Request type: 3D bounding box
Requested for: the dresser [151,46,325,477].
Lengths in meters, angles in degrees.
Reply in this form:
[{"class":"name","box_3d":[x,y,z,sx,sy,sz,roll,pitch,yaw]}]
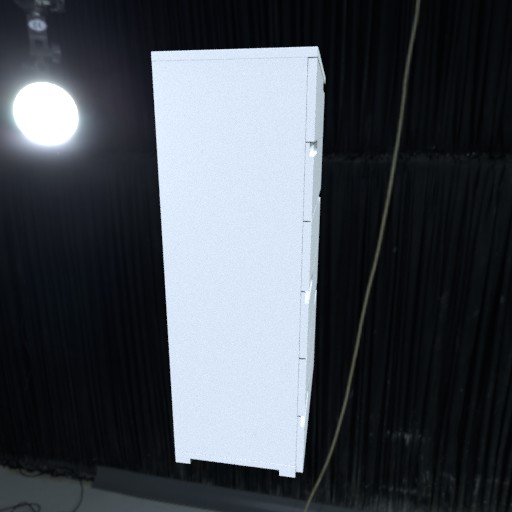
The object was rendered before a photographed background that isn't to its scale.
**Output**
[{"class":"dresser","box_3d":[0.000,0.000,1.508,0.400,1.190,0.650,3,16,10]}]
